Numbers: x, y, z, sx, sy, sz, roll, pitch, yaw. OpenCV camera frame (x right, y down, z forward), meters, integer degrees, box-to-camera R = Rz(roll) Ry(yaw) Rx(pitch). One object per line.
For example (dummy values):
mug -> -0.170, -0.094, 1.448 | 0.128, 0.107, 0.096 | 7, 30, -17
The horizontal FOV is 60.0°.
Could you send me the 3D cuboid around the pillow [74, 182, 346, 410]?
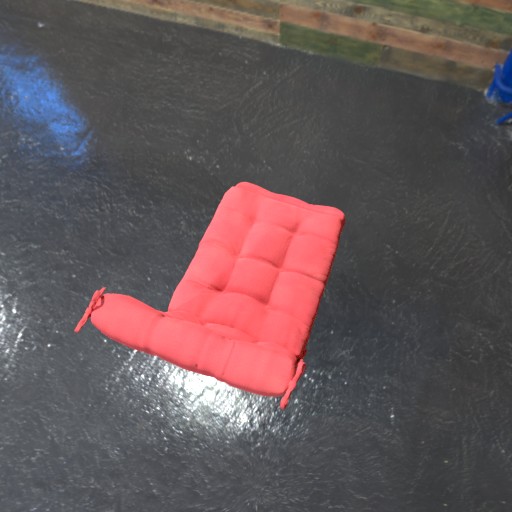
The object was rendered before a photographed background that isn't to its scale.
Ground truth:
pillow -> 0.000, 0.000, 1.506 | 0.526, 0.863, 1.016 | 18, 64, 9
